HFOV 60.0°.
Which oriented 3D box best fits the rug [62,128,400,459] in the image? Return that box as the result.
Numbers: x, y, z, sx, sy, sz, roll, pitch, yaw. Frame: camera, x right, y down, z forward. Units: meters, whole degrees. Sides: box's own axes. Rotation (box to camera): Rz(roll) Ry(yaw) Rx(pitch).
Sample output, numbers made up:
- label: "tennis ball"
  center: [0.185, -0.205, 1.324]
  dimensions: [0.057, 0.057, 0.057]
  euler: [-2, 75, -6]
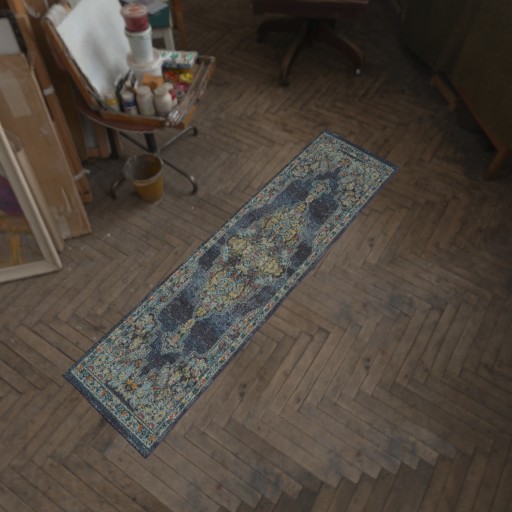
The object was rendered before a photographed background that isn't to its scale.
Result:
- label: "rug"
  center: [0.000, 0.000, 2.545]
  dimensions: [0.602, 0.016, 2.283]
  euler: [35, 64, 20]
